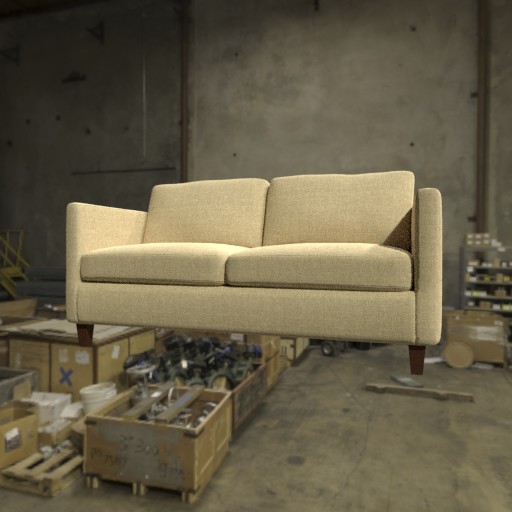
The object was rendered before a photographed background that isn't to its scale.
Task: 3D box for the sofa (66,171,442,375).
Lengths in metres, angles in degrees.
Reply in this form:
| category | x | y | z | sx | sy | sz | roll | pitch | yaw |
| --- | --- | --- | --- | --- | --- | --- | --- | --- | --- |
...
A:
| category | x | y | z | sx | sy | sz | roll | pitch | yaw |
| --- | --- | --- | --- | --- | --- | --- | --- | --- | --- |
| sofa | 0.000 | 0.000 | 2.494 | 1.884 | 0.963 | 0.950 | 0 | 1 | 19 |
